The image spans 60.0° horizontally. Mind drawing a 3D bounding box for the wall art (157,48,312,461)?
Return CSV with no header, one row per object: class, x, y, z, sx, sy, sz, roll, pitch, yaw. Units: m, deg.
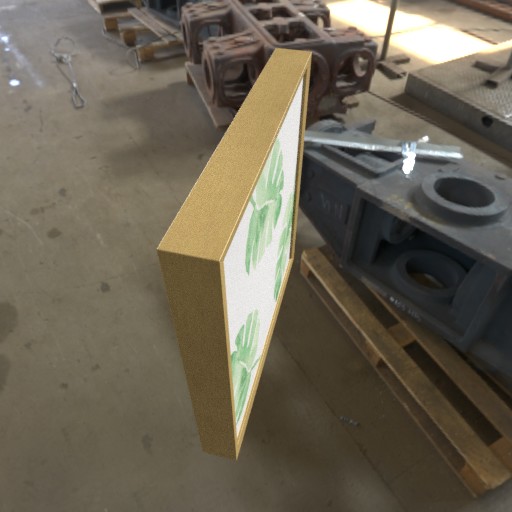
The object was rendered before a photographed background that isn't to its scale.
wall art,0.000,0.000,0.462,0.038,0.305,0.305,11,47,10
